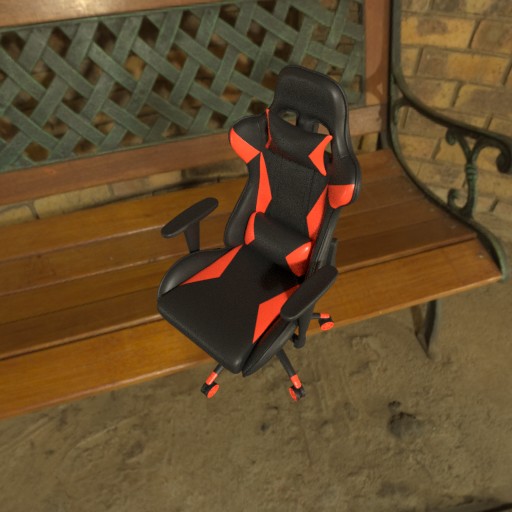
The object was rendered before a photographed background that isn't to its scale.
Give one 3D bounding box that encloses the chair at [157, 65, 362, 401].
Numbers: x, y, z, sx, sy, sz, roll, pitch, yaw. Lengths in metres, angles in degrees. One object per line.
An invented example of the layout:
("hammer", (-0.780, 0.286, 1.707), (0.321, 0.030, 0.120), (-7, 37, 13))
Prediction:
("chair", (0.000, 0.000, 1.728), (0.695, 1.282, 0.730), (32, 54, 27))
